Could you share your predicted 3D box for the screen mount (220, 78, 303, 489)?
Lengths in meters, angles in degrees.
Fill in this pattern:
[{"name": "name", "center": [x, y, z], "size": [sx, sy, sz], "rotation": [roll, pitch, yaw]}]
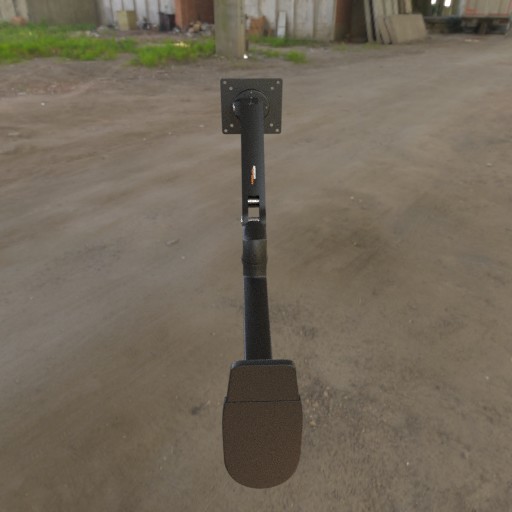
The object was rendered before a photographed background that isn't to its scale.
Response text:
[{"name": "screen mount", "center": [0.000, 0.000, 0.717], "size": [0.115, 0.466, 0.495], "rotation": [-1, 30, -2]}]
